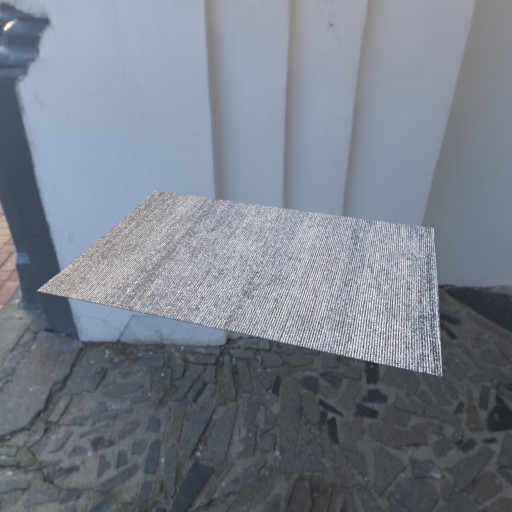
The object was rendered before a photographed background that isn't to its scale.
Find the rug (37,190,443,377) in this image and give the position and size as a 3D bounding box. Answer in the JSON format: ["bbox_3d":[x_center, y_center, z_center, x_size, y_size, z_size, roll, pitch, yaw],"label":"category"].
[{"bbox_3d":[0.000,0.000,2.237,1.740,0.010,1.135,9,34,14],"label":"rug"}]
